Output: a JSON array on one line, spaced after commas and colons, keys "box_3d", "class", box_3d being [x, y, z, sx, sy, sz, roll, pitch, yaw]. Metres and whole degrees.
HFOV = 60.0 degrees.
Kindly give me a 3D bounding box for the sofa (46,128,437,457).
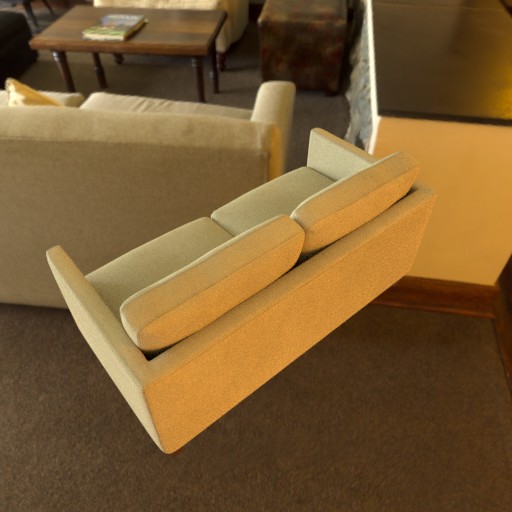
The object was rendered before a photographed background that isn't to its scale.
[{"box_3d": [0.000, 0.000, 2.412, 1.846, 0.940, 0.950, -31, 52, -27], "class": "sofa"}]
